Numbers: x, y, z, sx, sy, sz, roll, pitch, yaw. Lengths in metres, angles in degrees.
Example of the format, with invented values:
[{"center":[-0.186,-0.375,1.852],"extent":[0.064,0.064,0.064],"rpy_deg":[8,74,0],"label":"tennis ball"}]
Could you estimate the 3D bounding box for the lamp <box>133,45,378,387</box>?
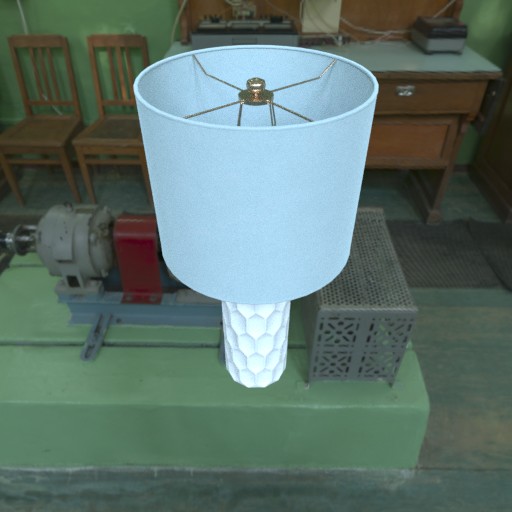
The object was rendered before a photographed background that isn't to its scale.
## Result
[{"center":[0.000,0.000,0.682],"extent":[0.277,0.534,0.277],"rpy_deg":[0,40,0],"label":"lamp"}]
